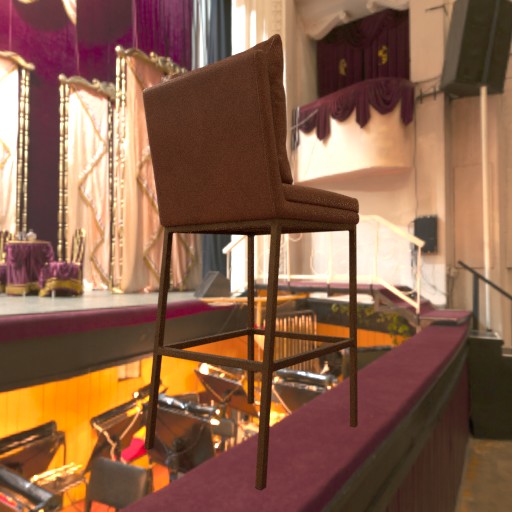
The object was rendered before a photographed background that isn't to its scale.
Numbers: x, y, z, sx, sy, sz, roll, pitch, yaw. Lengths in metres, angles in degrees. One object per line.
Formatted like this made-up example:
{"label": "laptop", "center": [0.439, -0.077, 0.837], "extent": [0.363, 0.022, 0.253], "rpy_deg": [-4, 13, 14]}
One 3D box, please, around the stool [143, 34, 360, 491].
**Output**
{"label": "stool", "center": [0.000, 0.000, 1.398], "extent": [0.463, 1.124, 0.571], "rpy_deg": [-1, -2, 36]}
